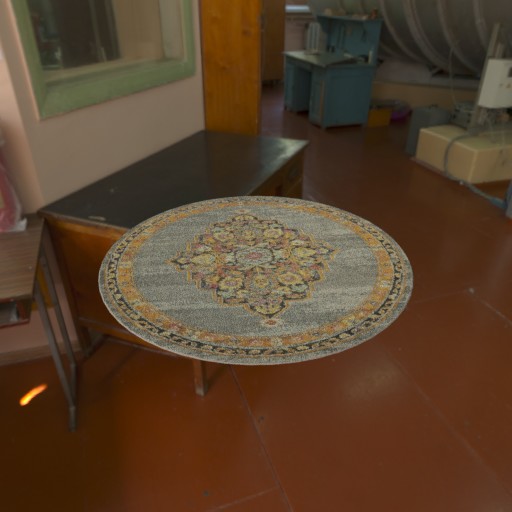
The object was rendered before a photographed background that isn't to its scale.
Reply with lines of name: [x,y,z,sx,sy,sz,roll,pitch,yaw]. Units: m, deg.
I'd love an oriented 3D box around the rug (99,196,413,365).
rug: [0.000,0.000,2.353,1.598,0.010,1.598,0,31,0]
